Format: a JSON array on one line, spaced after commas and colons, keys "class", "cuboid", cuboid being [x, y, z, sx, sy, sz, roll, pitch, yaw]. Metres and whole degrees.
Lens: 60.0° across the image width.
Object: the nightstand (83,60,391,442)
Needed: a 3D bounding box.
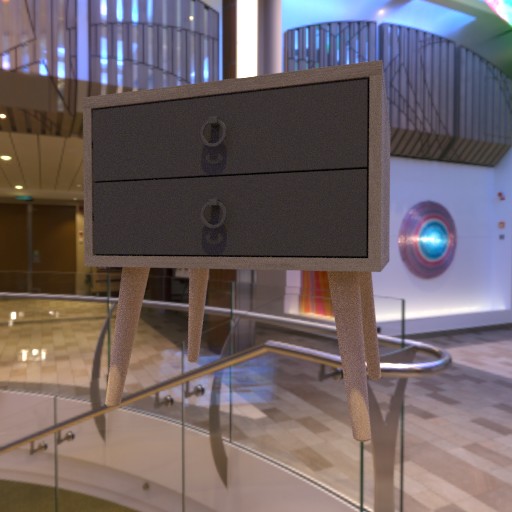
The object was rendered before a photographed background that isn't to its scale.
[{"class": "nightstand", "cuboid": [0.000, 0.000, 0.799, 0.450, 0.500, 0.380, 1, 2, 18]}]
